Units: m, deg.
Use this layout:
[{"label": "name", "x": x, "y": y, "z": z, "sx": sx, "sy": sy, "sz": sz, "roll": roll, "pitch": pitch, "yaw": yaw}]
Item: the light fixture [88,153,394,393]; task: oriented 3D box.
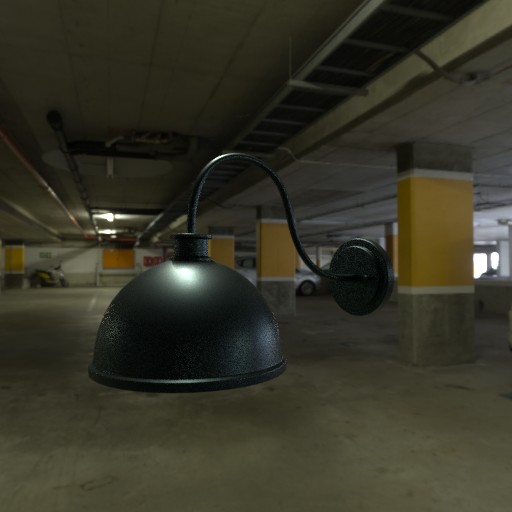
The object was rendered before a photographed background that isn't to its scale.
[{"label": "light fixture", "x": 0.000, "y": 0.000, "z": 0.652, "sx": 0.467, "sy": 0.295, "sz": 0.253, "roll": 1, "pitch": -2, "yaw": -36}]
